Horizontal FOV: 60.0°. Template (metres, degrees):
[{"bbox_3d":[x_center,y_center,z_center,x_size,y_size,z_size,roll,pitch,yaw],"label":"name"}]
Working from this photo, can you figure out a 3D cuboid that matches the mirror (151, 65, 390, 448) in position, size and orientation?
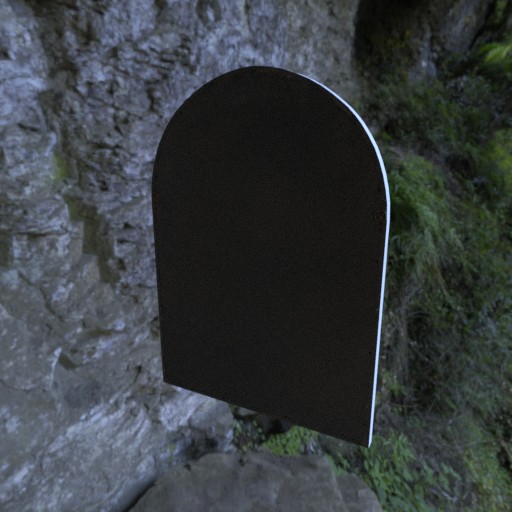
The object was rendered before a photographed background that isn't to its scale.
[{"bbox_3d":[0.000,0.000,1.160,0.660,0.920,0.032,8,18,27],"label":"mirror"}]
